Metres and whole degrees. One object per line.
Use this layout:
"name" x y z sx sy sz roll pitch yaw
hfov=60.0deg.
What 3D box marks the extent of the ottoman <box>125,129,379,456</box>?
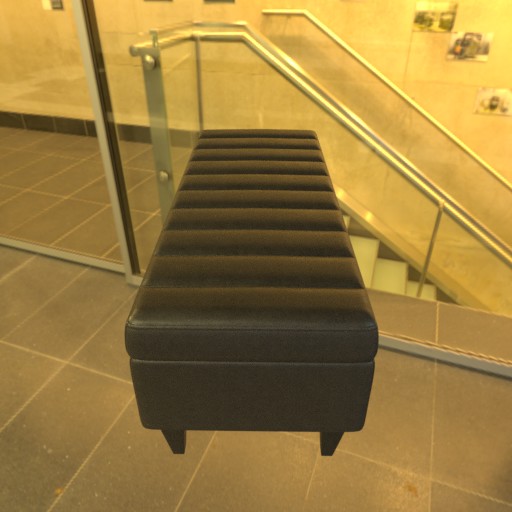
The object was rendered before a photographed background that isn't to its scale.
"ottoman" 0.000 0.000 1.383 0.482 0.469 1.151 0 33 1
